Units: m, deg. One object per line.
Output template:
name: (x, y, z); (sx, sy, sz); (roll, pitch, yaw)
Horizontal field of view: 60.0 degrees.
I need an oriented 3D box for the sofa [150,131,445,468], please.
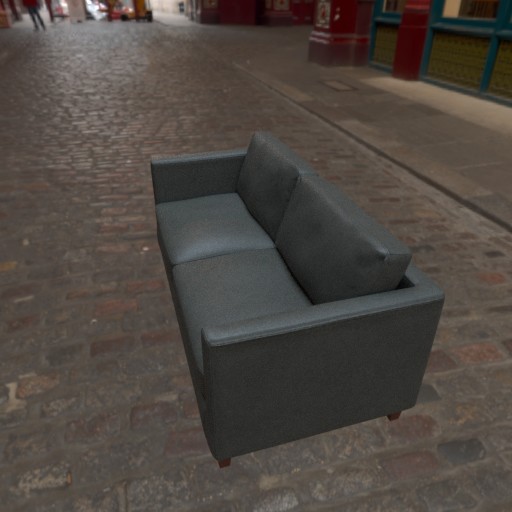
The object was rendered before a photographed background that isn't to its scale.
sofa: (0.000, 0.000, 2.436); (0.951, 0.933, 1.883); (-9, 33, -14)
